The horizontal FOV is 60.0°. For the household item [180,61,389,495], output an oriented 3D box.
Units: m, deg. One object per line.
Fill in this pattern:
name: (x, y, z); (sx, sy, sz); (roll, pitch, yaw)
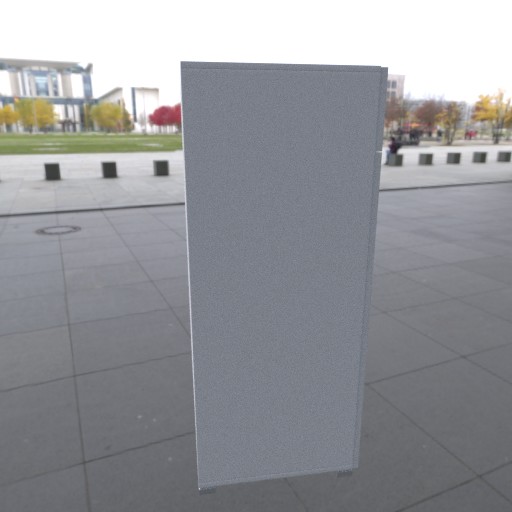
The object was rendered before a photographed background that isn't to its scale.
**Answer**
household item: (0.000, 0.000, 1.384); (0.420, 1.010, 0.790); (-3, 16, -9)
